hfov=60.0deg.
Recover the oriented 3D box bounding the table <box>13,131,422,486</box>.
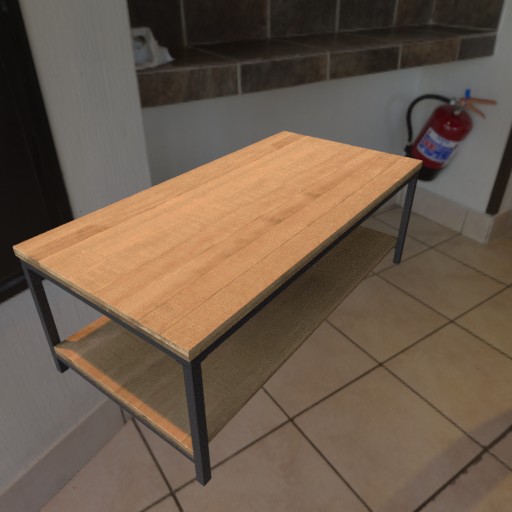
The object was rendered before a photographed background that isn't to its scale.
[{"bbox_3d":[0.000,0.000,1.340,0.551,0.399,1.100,22,38,31],"label":"table"}]
